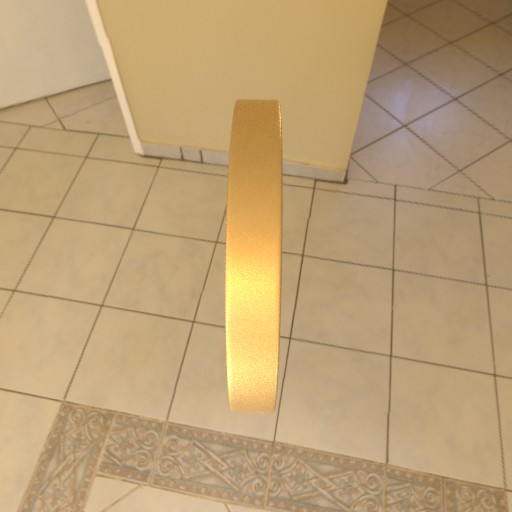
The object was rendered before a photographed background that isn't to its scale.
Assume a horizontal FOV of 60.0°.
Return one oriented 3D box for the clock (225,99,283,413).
[{"bbox_3d":[0.000,0.000,0.471,0.040,0.314,0.314,1,58,1],"label":"clock"}]
